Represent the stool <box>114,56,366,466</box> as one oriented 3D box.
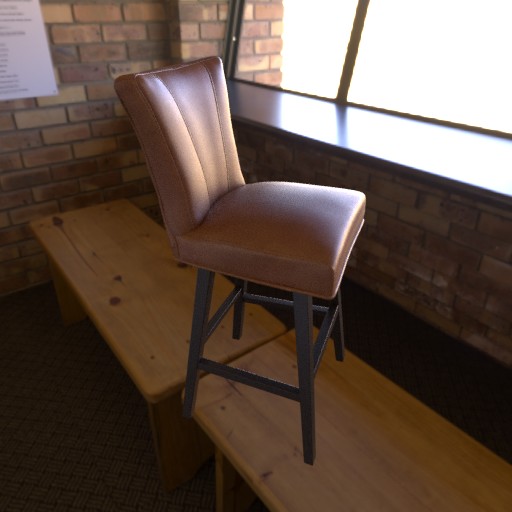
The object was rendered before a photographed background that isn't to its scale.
[{"bbox_3d":[0.000,0.000,1.388,0.585,1.094,0.522,10,31,18],"label":"stool"}]
